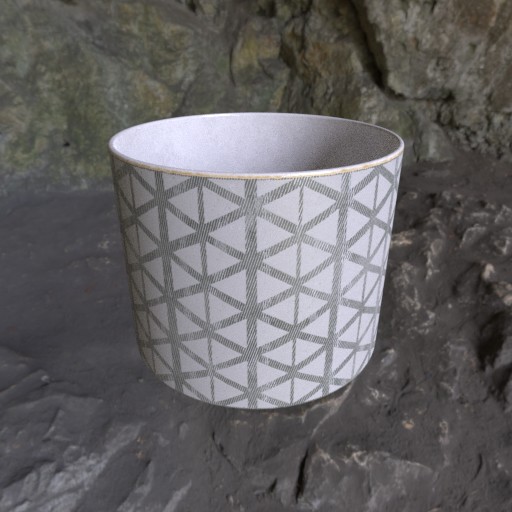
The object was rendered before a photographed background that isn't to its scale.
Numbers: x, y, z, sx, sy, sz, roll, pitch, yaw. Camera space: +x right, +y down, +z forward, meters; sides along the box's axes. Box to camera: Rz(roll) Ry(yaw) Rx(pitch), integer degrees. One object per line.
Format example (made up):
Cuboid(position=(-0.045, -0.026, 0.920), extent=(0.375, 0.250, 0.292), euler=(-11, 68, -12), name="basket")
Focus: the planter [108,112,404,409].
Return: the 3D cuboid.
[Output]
Cuboid(position=(0.000, 0.000, 0.336), extent=(0.190, 0.181, 0.190), euler=(0, 26, 0), name="planter")
